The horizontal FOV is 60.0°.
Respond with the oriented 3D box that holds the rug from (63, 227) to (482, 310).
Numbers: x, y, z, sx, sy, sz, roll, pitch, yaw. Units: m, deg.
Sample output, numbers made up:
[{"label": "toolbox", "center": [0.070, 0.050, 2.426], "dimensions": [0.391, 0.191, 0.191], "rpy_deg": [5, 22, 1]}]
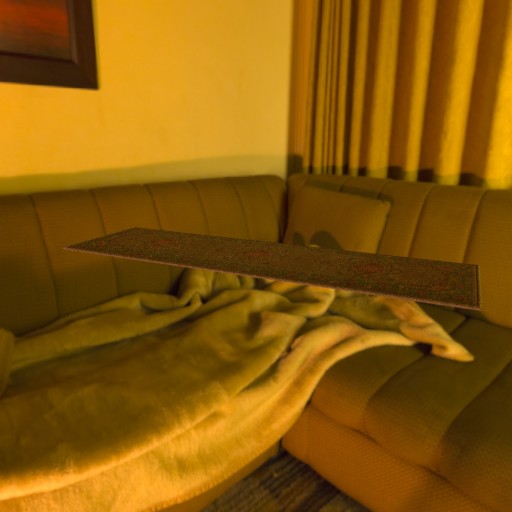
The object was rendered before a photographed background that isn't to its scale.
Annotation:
[{"label": "rug", "center": [0.000, 0.000, 2.518], "dimensions": [2.297, 0.019, 0.659], "rpy_deg": [7, 17, 24]}]
